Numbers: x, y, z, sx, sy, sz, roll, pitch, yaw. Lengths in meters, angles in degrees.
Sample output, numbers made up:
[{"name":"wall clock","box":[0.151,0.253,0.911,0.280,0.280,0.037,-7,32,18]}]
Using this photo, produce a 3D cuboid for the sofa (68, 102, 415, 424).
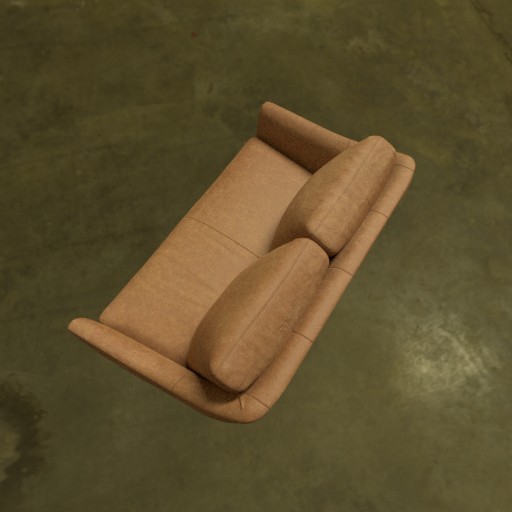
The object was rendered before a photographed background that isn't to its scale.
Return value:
[{"name":"sofa","box":[0.000,0.000,2.243,0.960,0.902,1.619,30,68,14]}]
